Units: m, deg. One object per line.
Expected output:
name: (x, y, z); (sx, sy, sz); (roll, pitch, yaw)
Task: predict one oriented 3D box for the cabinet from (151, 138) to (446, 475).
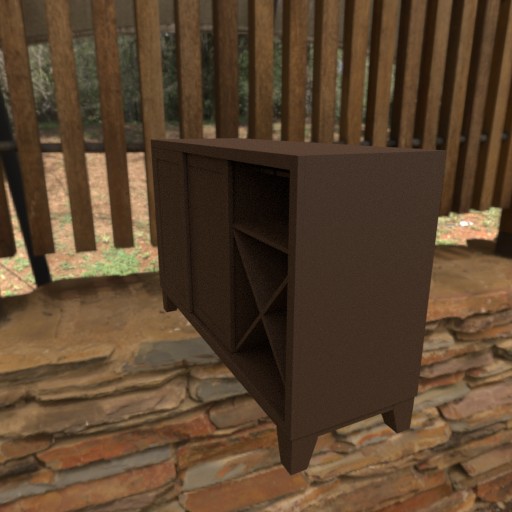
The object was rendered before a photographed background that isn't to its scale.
cabinet: (0.000, 0.000, 1.854); (0.482, 0.914, 1.396); (-8, 18, -25)
